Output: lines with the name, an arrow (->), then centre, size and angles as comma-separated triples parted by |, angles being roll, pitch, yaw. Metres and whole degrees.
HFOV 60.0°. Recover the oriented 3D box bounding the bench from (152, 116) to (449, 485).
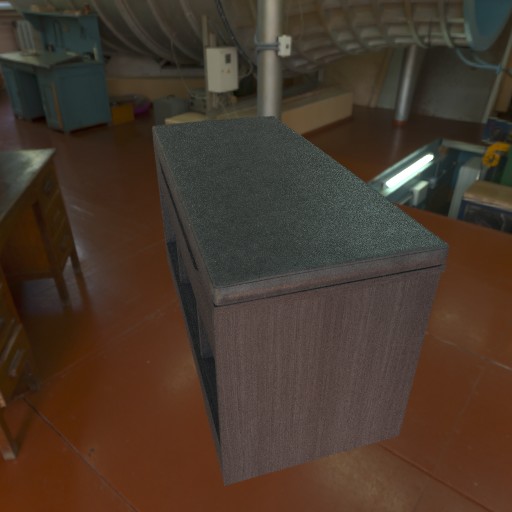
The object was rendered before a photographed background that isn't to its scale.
bench -> 0.000, 0.000, 1.174 | 0.401, 0.501, 0.905 | -9, 32, -14
